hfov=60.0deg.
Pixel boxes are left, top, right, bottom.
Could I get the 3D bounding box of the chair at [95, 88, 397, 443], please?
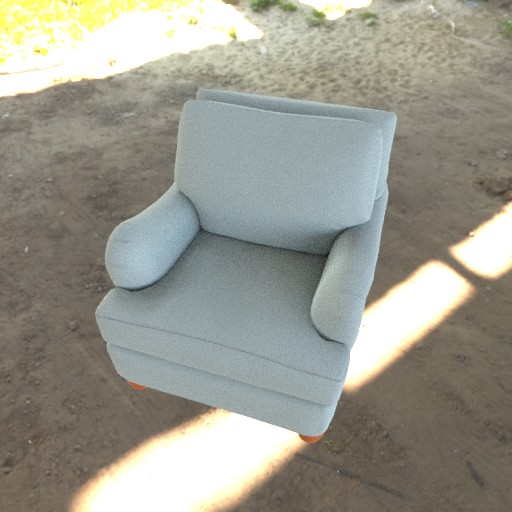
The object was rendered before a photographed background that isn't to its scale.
[{"bbox_3d":[0.000,0.000,1.847,0.955,1.038,1.070,12,42,14],"label":"chair"}]
